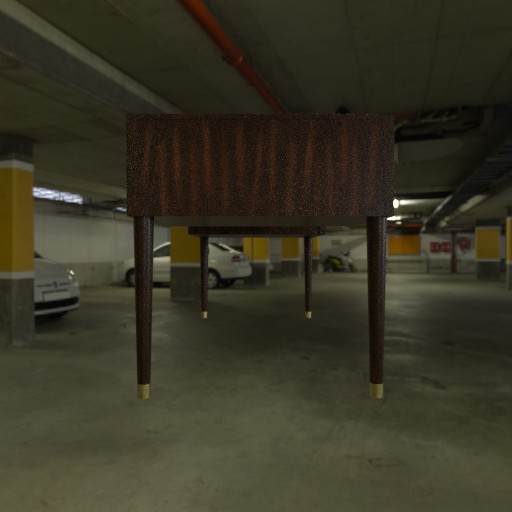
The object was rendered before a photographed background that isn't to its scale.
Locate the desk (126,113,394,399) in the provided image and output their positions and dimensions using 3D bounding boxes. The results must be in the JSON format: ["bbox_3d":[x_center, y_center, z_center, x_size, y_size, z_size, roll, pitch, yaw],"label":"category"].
[{"bbox_3d":[0.000,0.000,1.964,0.724,0.762,1.575,0,0,0],"label":"desk"}]
